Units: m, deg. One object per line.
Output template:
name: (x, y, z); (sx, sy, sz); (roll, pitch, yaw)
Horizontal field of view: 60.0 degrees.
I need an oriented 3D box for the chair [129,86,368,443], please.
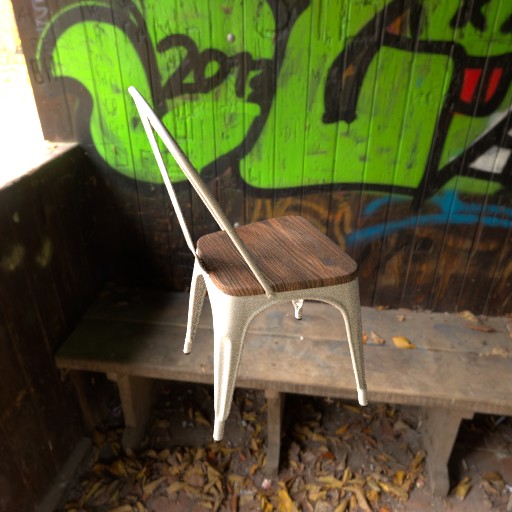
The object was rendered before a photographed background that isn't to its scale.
chair: (0.000, 0.000, 1.157); (0.521, 0.851, 0.452); (-11, 31, -18)
